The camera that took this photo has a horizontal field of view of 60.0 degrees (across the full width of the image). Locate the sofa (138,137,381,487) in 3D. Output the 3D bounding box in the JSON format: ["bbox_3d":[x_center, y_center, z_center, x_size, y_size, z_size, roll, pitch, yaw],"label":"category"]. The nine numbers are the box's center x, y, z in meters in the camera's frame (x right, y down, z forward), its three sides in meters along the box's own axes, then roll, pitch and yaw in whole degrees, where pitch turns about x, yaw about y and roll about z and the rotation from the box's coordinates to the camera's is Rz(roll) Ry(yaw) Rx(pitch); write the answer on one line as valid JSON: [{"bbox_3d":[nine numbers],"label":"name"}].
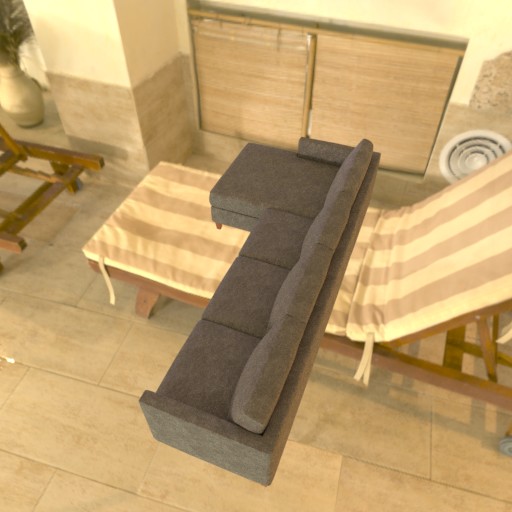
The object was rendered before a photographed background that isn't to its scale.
[{"bbox_3d":[0.000,0.000,4.119,1.606,0.954,3.471,16,48,15],"label":"sofa"}]
